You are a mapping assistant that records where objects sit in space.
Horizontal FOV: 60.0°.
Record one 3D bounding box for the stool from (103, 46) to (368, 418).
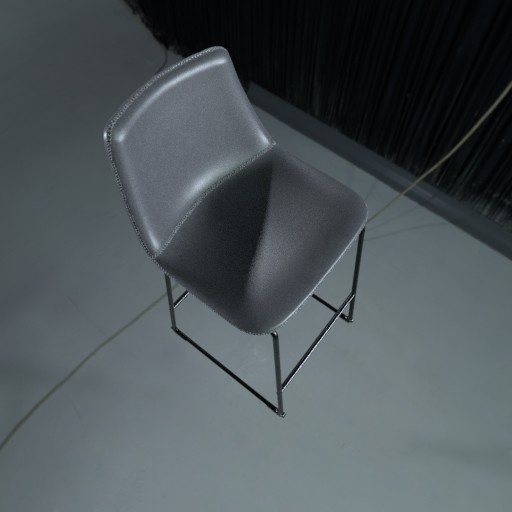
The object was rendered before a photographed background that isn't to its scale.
[{"bbox_3d":[0.000,0.000,1.188,0.546,0.876,0.470,34,64,19],"label":"stool"}]
